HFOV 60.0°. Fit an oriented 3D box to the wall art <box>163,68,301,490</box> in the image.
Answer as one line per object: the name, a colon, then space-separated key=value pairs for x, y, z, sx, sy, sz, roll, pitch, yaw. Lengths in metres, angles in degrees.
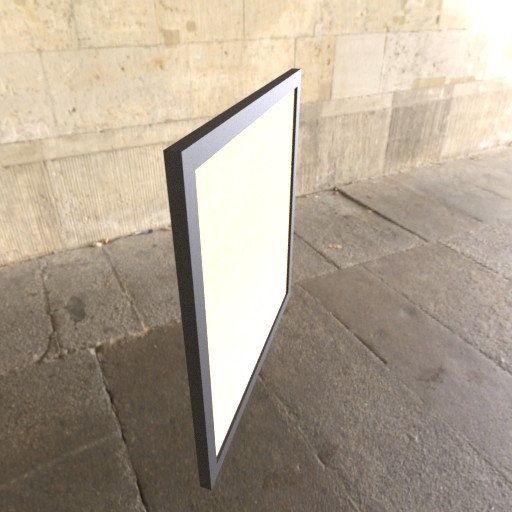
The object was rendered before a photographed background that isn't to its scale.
wall art: x=0.000 y=0.000 z=0.512 sx=0.013 sy=0.356 sz=0.356 roll=9 pitch=32 yaw=15
